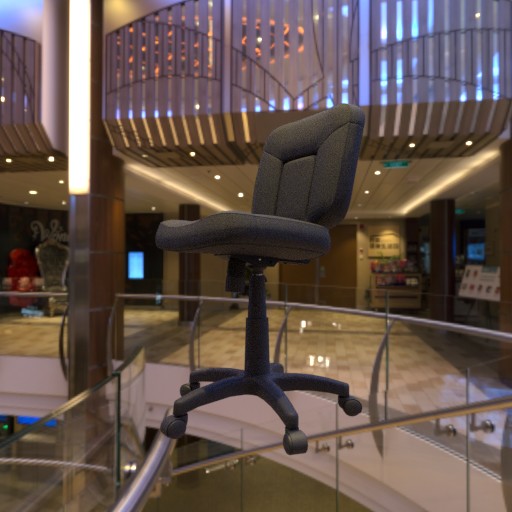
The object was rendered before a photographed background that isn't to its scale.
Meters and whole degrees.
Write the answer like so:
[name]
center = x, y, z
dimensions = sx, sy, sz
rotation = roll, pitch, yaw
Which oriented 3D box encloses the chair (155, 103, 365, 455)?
[chair]
center = 0.000, 0.000, 1.355
dimensions = 0.610, 0.972, 0.610
rotation = 0, -1, -37
